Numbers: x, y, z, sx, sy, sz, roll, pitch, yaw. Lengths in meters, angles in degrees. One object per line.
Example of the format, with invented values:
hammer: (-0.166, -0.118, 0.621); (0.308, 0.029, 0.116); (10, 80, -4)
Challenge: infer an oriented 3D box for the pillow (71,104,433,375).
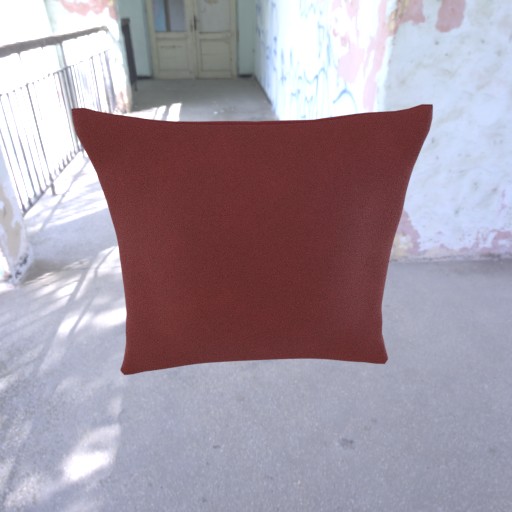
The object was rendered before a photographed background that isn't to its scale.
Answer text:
pillow: (0.000, 0.000, 0.631); (0.435, 0.416, 0.151); (-2, 30, -3)
